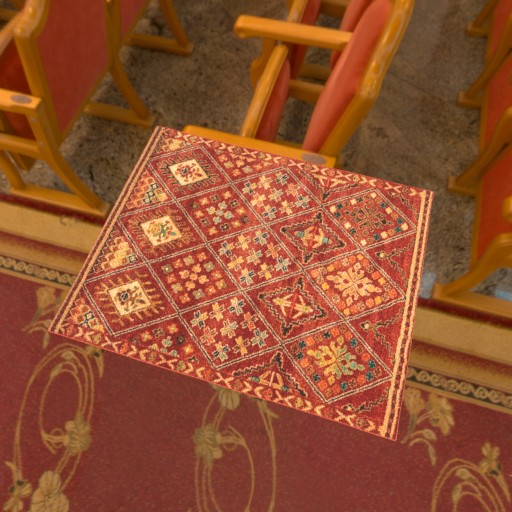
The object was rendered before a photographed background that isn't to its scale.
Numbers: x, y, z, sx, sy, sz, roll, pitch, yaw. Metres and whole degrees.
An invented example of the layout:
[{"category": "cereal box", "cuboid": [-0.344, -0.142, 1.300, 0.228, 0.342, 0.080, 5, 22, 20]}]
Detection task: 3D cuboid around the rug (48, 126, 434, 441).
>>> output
[{"category": "rug", "cuboid": [0.000, 0.000, 4.233, 3.086, 0.030, 2.489, 15, 64, 7]}]
